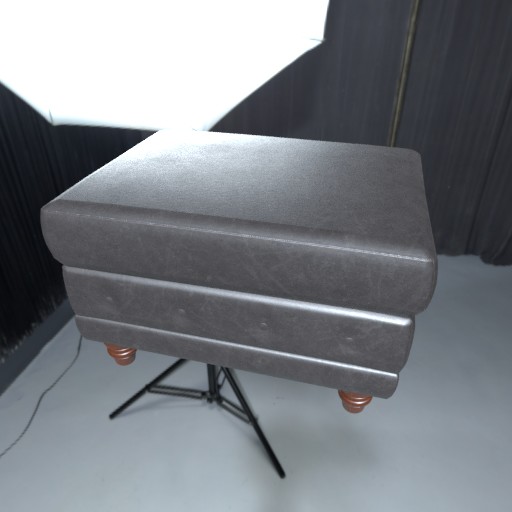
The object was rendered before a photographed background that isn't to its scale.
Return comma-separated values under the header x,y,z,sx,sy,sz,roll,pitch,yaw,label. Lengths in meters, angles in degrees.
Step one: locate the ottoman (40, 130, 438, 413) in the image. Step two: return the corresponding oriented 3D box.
x,y,z,sx,sy,sz,roll,pitch,yaw,label
0.000,0.000,1.171,0.795,0.498,0.590,8,33,12,ottoman
